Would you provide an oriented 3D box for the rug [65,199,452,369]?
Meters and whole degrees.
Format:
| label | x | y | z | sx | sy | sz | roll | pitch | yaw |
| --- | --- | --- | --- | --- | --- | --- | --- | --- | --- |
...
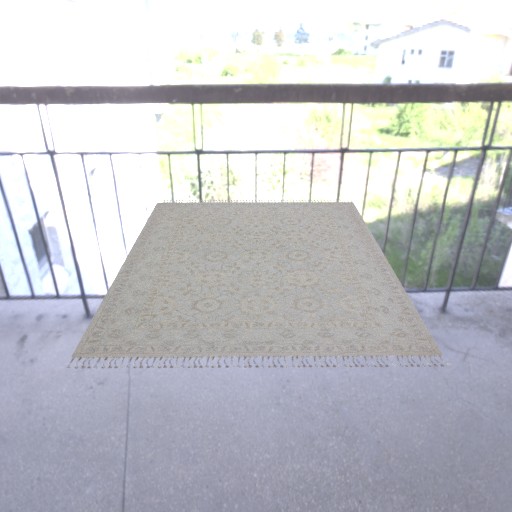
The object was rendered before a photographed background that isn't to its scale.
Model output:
| label | x | y | z | sx | sy | sz | roll | pitch | yaw |
| --- | --- | --- | --- | --- | --- | --- | --- | --- | --- |
| rug | 0.000 | 0.000 | 4.104 | 2.444 | 0.013 | 3.043 | 0 | 27 | 0 |
